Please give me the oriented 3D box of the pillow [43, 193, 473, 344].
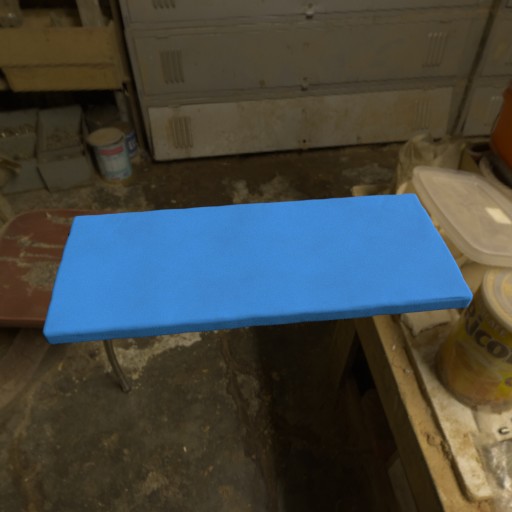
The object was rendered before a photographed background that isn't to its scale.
[{"bbox_3d":[0.000,0.000,1.343,1.187,0.081,0.492,-4,47,-4],"label":"pillow"}]
